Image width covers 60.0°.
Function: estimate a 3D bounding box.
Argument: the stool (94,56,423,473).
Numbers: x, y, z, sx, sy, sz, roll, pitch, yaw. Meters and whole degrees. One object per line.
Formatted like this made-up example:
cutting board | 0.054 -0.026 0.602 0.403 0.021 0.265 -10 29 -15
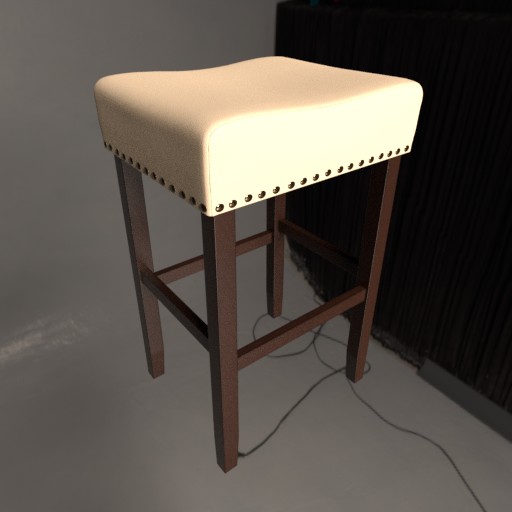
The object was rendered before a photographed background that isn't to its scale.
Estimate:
stool | 0.000 0.000 1.000 0.471 0.762 0.401 -22 38 -31
